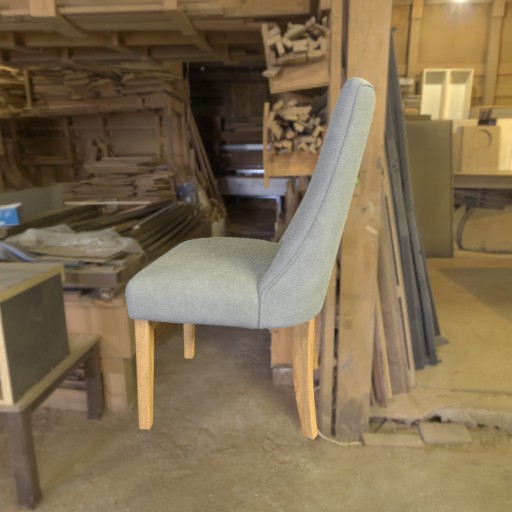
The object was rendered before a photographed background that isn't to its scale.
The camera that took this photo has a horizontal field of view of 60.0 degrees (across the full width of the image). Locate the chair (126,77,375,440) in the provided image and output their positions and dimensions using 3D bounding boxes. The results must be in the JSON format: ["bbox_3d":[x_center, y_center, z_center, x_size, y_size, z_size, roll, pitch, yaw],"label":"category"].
[{"bbox_3d":[0.000,0.000,1.284,0.610,0.902,0.495,2,14,8],"label":"chair"}]
